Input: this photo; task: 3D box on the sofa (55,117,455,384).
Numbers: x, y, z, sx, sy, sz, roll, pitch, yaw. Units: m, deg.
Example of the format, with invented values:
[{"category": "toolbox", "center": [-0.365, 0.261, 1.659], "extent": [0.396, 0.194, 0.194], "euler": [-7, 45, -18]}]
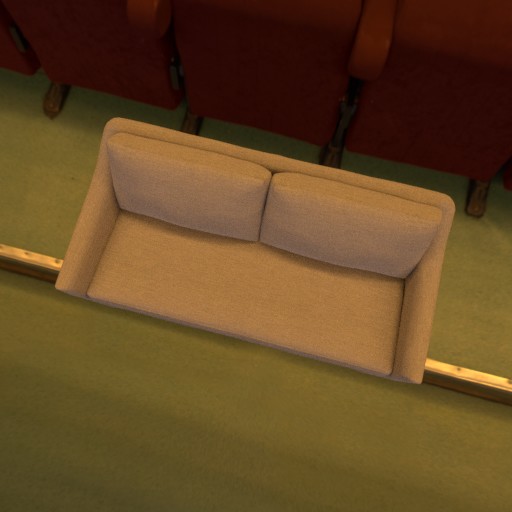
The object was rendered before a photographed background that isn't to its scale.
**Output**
[{"category": "sofa", "center": [0.000, 0.000, 2.604], "extent": [2.036, 0.913, 0.980], "euler": [14, 77, 3]}]
